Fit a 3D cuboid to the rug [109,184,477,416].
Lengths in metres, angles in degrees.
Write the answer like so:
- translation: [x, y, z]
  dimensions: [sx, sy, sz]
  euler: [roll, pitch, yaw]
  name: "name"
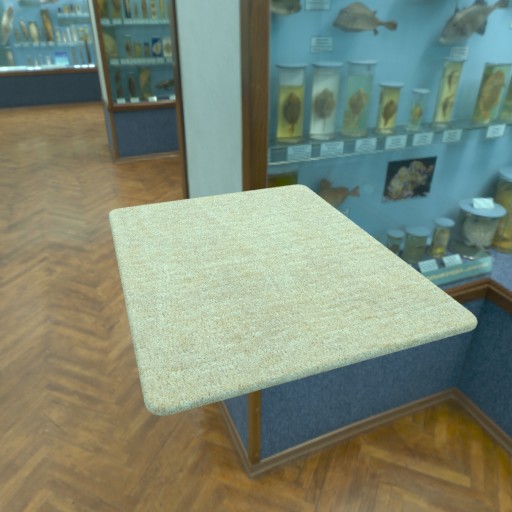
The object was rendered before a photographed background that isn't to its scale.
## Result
- translation: [0.000, 0.000, 3.401]
  dimensions: [2.009, 0.048, 2.528]
  euler: [-10, 31, -17]
  name: "rug"
